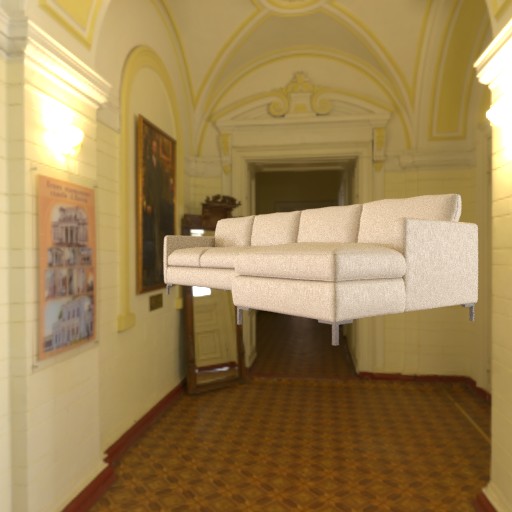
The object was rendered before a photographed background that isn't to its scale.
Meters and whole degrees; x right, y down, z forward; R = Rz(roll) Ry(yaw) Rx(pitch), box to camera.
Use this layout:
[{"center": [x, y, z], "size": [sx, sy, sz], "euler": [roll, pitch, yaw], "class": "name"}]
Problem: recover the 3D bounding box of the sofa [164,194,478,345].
[{"center": [0.000, 0.000, 3.278], "size": [1.258, 0.755, 2.731], "euler": [0, 0, -37], "class": "sofa"}]
